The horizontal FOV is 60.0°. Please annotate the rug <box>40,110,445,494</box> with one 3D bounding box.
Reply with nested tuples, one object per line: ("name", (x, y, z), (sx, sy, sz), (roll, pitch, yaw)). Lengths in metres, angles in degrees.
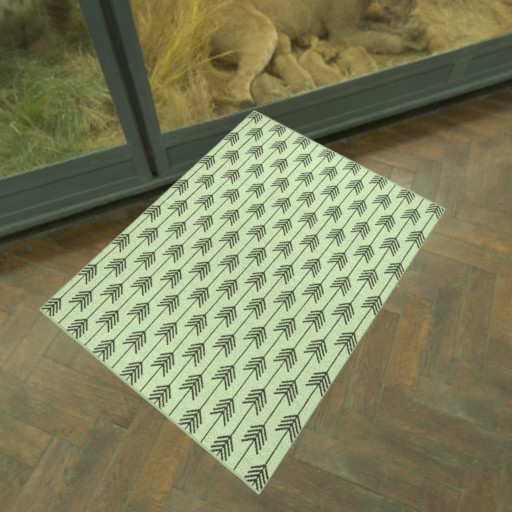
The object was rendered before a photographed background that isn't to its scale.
("rug", (0.000, 0.000, 4.039), (2.330, 0.010, 3.061), (33, 64, 18))
